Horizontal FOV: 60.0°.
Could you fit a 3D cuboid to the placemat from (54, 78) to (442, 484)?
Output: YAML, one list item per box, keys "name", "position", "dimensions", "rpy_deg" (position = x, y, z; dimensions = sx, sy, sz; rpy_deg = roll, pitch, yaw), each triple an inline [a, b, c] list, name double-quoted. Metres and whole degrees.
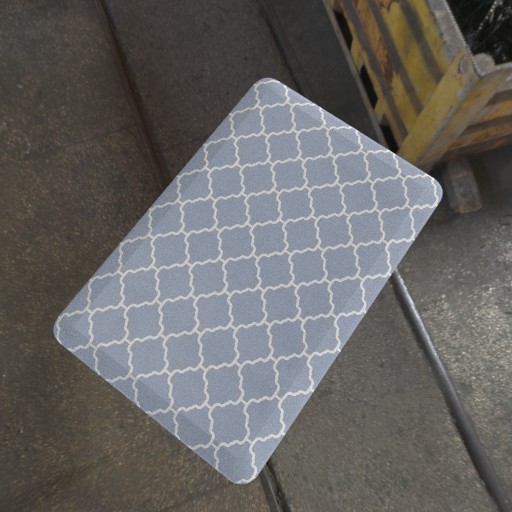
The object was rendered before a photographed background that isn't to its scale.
- name: "placemat"
  position: [0.000, 0.000, 0.940]
  dimensions: [0.508, 0.021, 0.762]
  rpy_deg: [35, 78, 9]
